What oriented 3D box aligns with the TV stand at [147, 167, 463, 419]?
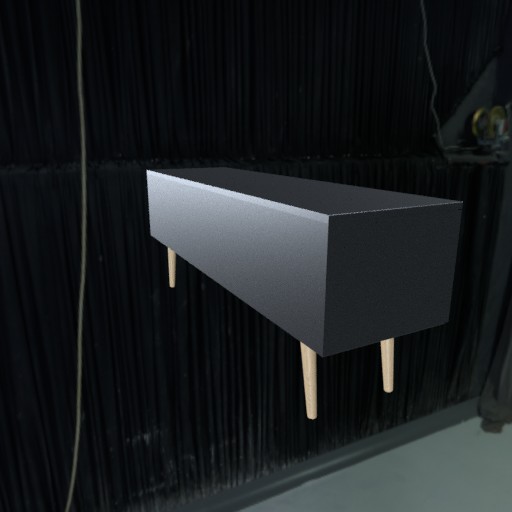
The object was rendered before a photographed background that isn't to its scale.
[{"bbox_3d":[0.000,0.000,1.538,0.390,0.518,1.312,-8,17,-27],"label":"TV stand"}]
